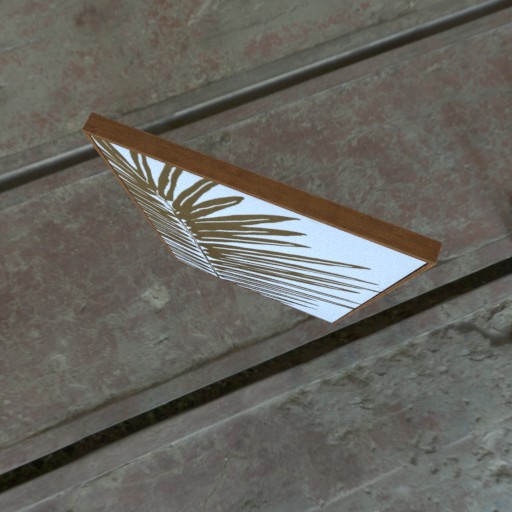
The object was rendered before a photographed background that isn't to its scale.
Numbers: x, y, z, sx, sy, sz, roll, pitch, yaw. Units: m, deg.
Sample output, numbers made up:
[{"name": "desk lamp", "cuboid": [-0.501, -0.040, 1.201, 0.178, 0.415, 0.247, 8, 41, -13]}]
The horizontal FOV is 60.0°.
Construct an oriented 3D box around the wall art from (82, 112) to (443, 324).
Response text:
[{"name": "wall art", "cuboid": [0.000, 0.000, 1.153, 0.610, 0.914, 0.037, 21, 76, 5]}]
